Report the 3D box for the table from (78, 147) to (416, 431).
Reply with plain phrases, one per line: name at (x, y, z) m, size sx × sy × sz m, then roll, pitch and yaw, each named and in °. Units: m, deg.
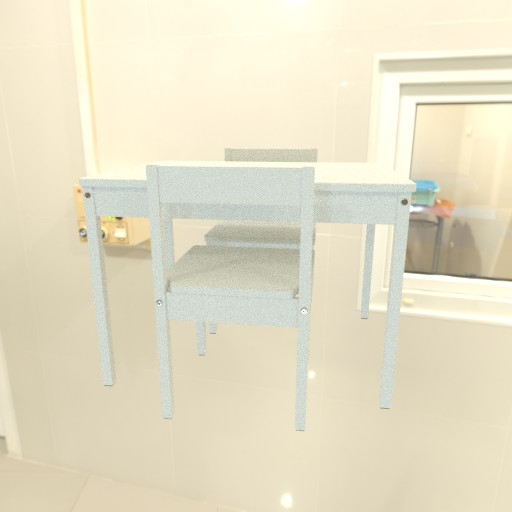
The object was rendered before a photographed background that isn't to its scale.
table at (0.000, 0.000, 1.121) m, size 0.650 × 0.503 × 0.672 m, roll 2°, pitch 16°, yaw 8°
